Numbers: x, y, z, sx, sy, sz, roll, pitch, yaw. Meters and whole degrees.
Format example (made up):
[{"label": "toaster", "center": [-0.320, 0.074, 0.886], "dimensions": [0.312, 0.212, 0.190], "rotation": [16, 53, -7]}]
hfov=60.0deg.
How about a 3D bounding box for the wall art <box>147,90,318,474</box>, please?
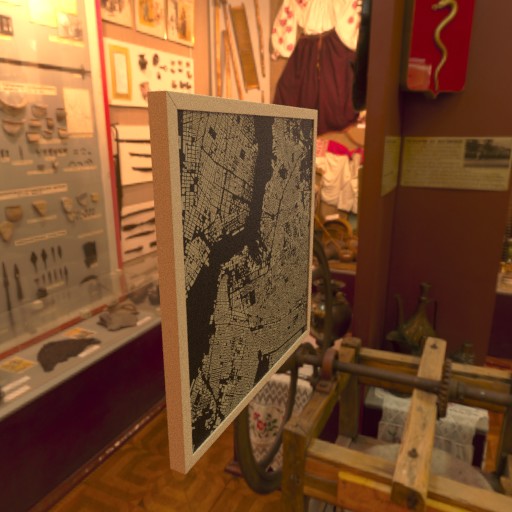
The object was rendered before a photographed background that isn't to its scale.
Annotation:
[{"label": "wall art", "center": [0.000, 0.000, 1.169], "dimensions": [0.050, 0.762, 0.761], "rotation": [8, 17, 26]}]
